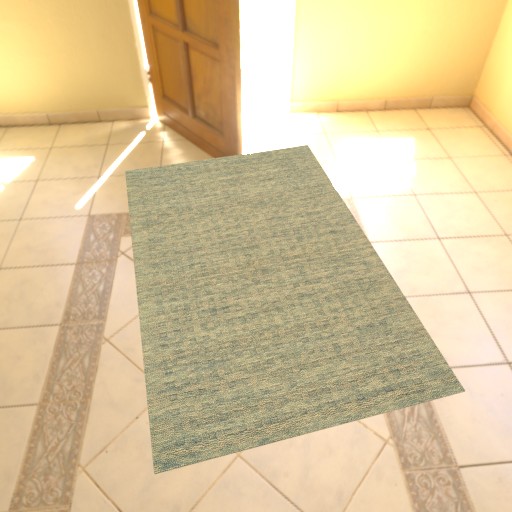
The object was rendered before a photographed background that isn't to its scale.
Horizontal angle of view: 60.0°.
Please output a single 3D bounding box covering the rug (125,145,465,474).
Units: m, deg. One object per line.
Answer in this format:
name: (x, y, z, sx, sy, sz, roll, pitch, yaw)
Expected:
rug: (0.000, 0.000, 2.134, 1.142, 0.006, 1.752, -11, 46, -10)
